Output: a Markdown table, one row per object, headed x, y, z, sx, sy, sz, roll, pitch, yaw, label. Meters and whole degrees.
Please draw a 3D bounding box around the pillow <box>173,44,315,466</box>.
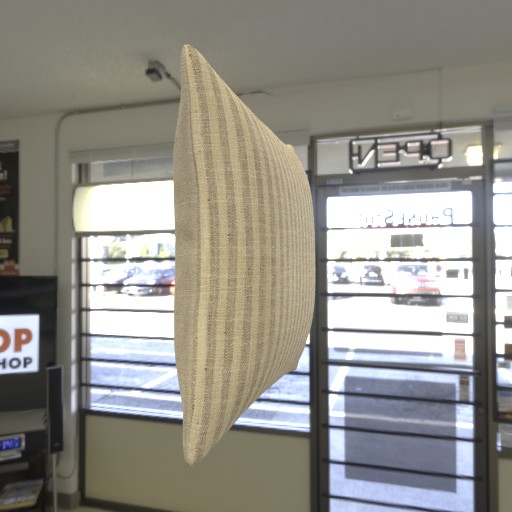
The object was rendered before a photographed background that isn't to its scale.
| x | y | z | sx | sy | sz | roll | pitch | yaw | label |
| --- | --- | --- | --- | --- | --- | --- | --- | --- | --- |
| 0.000 | 0.000 | 0.769 | 0.166 | 0.510 | 0.523 | 0 | -1 | 19 | pillow |
